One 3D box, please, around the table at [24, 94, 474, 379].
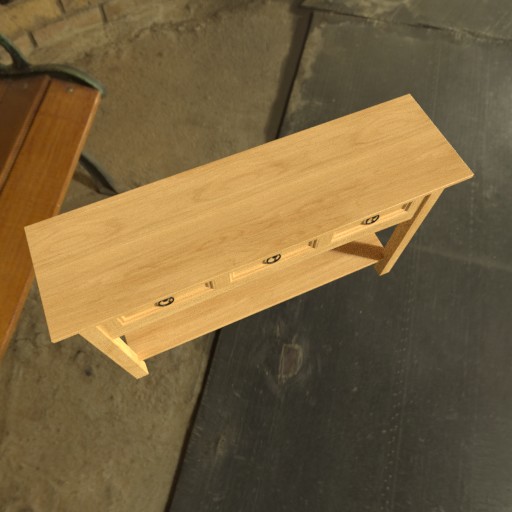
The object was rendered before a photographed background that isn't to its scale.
[{"bbox_3d":[0.000,0.000,1.583,1.240,0.730,0.350,-22,66,-10],"label":"table"}]
